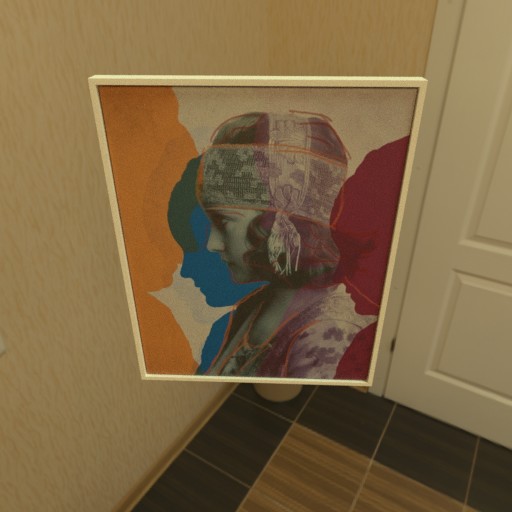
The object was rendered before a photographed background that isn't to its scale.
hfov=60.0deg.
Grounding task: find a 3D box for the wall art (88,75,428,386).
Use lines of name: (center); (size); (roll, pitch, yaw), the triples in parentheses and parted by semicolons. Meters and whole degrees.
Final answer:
wall art: (0.000, 0.000, 0.727); (0.443, 0.549, 0.030); (1, 30, 2)
